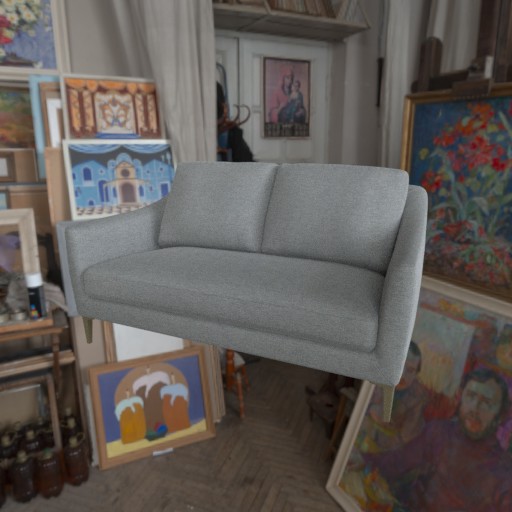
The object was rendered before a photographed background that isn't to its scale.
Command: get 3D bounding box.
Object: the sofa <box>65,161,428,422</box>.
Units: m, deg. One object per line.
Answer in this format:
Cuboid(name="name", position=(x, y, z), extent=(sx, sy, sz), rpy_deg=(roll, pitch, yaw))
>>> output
Cuboid(name="sofa", position=(0.000, 0.000, 2.213), extent=(1.619, 0.904, 0.960), rpy_deg=(7, 15, 26))
